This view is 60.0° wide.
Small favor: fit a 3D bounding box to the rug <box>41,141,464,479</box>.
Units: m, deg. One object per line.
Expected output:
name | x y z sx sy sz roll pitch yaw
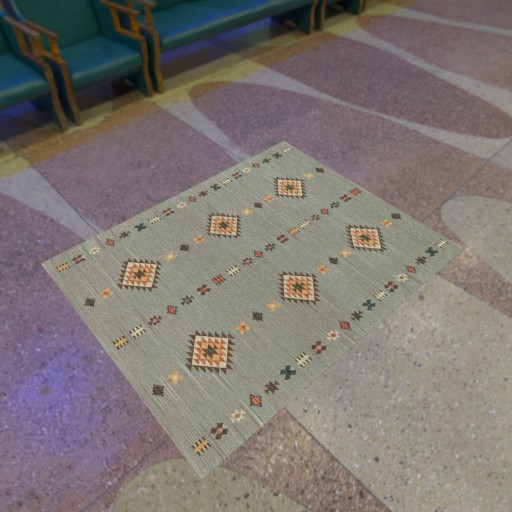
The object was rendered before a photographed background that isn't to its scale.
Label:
rug | 0.000 0.000 4.065 3.035 0.008 2.425 -33 55 -27
